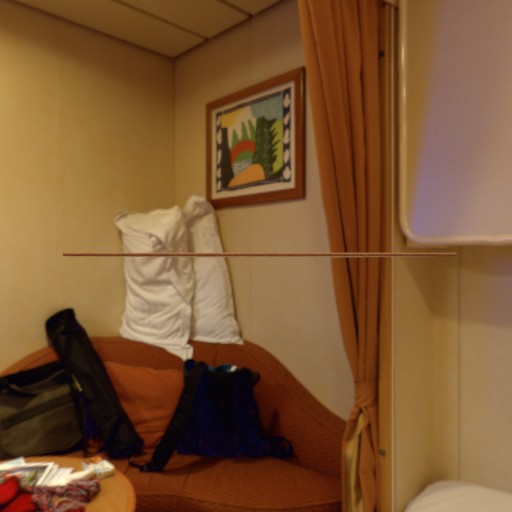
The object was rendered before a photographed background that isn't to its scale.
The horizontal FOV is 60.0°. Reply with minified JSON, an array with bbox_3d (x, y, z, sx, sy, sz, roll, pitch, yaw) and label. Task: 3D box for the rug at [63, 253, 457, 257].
[{"bbox_3d":[0.000,0.000,2.926,1.524,0.014,2.438,0,0,-1],"label":"rug"}]
